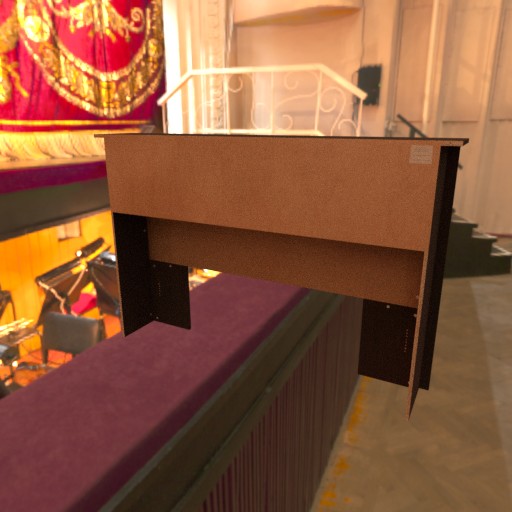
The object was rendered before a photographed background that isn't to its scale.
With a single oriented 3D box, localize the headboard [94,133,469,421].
[{"bbox_3d":[0.000,0.000,2.086,1.671,1.092,0.279,9,19,27],"label":"headboard"}]
